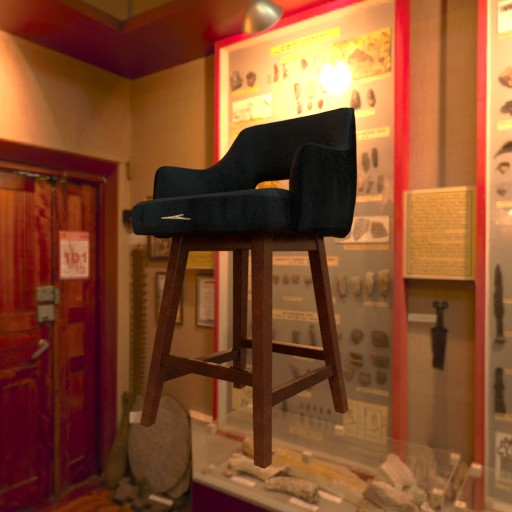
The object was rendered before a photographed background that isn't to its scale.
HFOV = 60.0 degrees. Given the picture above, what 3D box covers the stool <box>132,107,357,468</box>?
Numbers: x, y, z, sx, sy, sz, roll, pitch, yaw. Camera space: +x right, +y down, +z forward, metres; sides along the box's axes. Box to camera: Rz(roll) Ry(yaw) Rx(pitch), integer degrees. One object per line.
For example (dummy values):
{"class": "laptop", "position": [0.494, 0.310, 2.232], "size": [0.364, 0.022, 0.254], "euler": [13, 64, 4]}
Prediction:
{"class": "stool", "position": [0.000, 0.000, 1.305], "size": [0.550, 0.940, 0.560], "euler": [1, 1, 36]}
